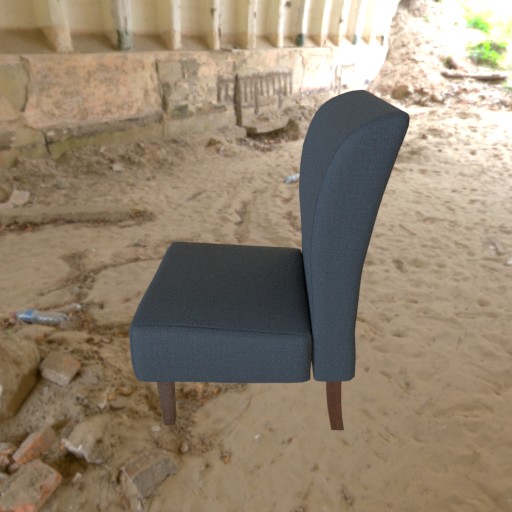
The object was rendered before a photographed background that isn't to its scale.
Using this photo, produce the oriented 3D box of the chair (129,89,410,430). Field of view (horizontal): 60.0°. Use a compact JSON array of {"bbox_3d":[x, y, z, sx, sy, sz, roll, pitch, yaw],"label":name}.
[{"bbox_3d":[0.000,0.000,1.188,0.592,0.804,0.513,0,26,1],"label":"chair"}]
